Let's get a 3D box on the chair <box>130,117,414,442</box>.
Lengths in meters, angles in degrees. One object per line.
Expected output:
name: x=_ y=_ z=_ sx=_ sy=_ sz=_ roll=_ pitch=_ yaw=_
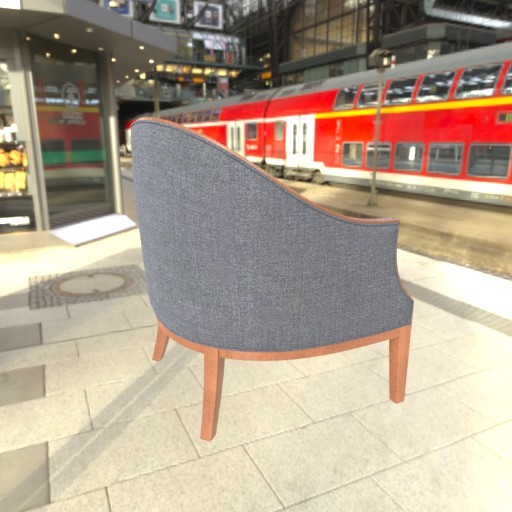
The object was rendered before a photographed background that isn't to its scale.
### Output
chair: x=0.000 y=0.000 z=1.490 sx=0.735 sy=0.876 sz=0.803 roll=-8 pitch=17 yaw=-27
